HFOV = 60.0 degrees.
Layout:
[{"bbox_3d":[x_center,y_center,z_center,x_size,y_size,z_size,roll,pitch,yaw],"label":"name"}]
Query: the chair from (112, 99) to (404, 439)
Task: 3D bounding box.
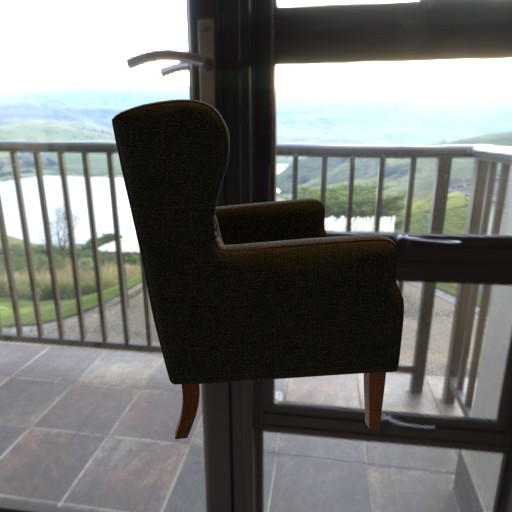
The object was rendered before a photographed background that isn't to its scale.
[{"bbox_3d":[0.000,0.000,1.478,0.775,0.953,0.711,-3,17,-9],"label":"chair"}]
